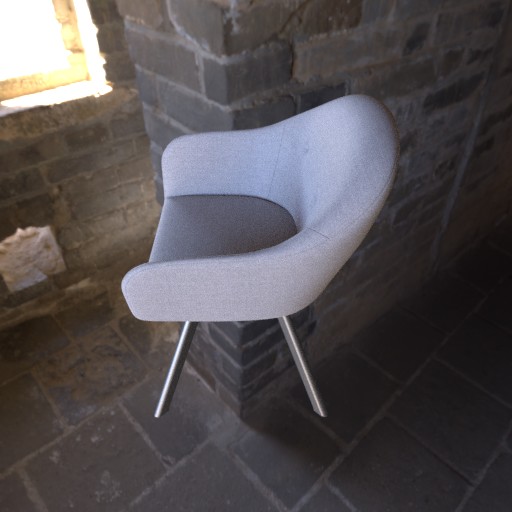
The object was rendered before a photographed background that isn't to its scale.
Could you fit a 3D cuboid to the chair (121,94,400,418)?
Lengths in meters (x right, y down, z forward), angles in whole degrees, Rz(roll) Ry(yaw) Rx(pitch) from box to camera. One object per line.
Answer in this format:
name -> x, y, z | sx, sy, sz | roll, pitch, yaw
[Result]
chair -> 0.000, 0.000, 1.148 | 0.570, 0.780, 0.540 | 0, 41, 0
